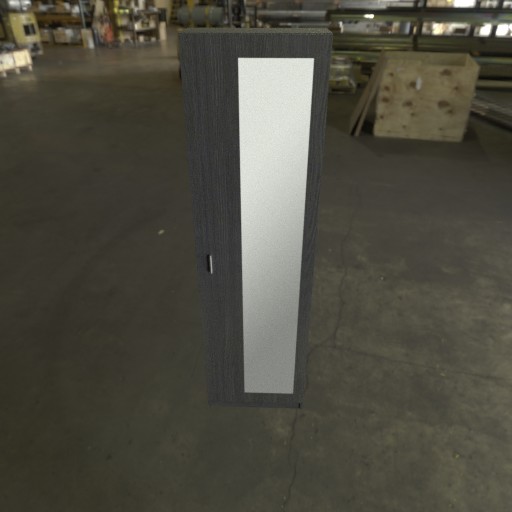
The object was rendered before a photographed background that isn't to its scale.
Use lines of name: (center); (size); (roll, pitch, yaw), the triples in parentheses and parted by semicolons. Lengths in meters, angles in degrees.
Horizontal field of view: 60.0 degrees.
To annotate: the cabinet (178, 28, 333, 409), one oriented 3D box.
cabinet: (0.000, 0.000, 1.970); (0.500, 1.790, 0.230); (1, 31, 2)
